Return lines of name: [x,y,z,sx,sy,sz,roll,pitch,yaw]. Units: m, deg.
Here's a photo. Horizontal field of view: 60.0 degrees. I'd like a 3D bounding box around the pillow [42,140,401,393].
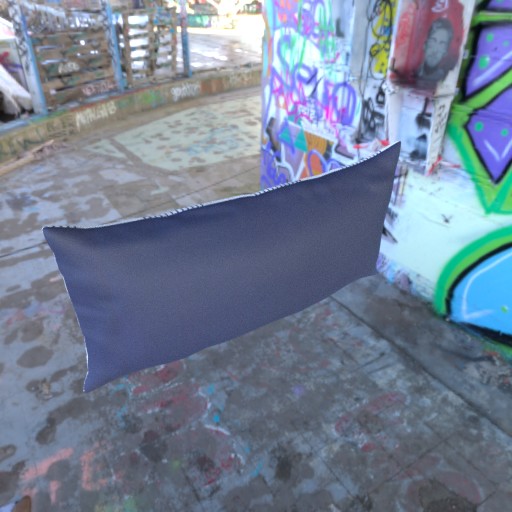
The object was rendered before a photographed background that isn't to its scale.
pillow: [0.000,0.000,0.730,0.610,0.287,0.151,-19,36,-27]
